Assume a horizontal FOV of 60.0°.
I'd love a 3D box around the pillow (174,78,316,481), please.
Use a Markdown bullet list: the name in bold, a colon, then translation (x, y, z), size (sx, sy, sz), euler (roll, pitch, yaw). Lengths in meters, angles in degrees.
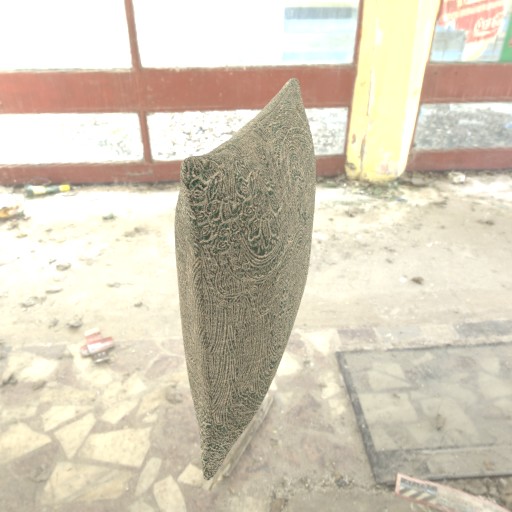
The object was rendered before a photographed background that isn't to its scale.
- **pillow**: translation (0.000, 0.000, 0.766), size (0.166, 0.507, 0.526), euler (8, 32, 14)
